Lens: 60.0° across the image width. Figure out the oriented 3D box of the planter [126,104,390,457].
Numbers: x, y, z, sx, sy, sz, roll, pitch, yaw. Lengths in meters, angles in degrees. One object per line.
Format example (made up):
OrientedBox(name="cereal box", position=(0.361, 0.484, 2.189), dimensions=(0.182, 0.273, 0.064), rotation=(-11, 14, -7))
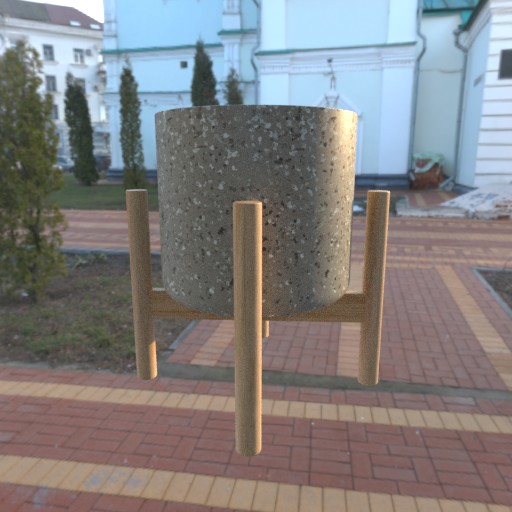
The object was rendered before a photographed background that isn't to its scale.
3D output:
OrientedBox(name="planter", position=(0.000, 0.000, 0.531), dimensions=(0.284, 0.320, 0.284), rotation=(6, 14, 25))
